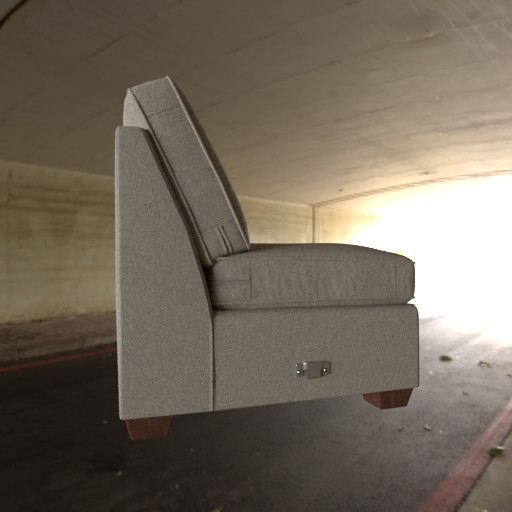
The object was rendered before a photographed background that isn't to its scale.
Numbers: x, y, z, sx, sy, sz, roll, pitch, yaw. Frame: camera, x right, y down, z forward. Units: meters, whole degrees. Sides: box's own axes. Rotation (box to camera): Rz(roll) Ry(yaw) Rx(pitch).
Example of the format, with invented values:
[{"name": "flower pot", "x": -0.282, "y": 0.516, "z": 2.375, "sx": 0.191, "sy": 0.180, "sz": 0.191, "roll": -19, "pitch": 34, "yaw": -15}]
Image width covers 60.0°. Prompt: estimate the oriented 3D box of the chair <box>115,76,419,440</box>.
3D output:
[{"name": "chair", "x": 0.000, "y": 0.000, "z": 1.684, "sx": 1.020, "sy": 1.058, "sz": 0.674, "roll": 0, "pitch": 0, "yaw": -18}]
